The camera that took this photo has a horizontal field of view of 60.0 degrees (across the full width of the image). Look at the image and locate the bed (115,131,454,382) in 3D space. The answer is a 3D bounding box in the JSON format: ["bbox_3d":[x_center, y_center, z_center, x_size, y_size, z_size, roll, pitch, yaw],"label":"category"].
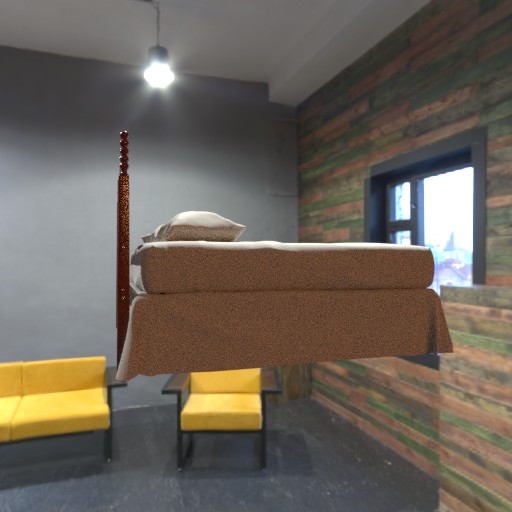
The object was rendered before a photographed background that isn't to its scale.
[{"bbox_3d":[0.000,0.000,3.681,2.219,1.355,2.322,0,-1,-18],"label":"bed"}]
